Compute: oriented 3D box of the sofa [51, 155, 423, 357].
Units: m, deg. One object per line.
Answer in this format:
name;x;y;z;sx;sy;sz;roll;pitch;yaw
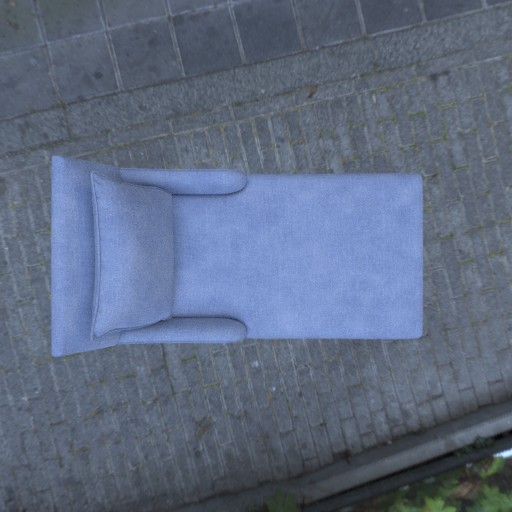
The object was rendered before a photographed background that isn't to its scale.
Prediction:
sofa;0.000;0.000;2.297;1.779;0.883;0.904;0;90;-1
